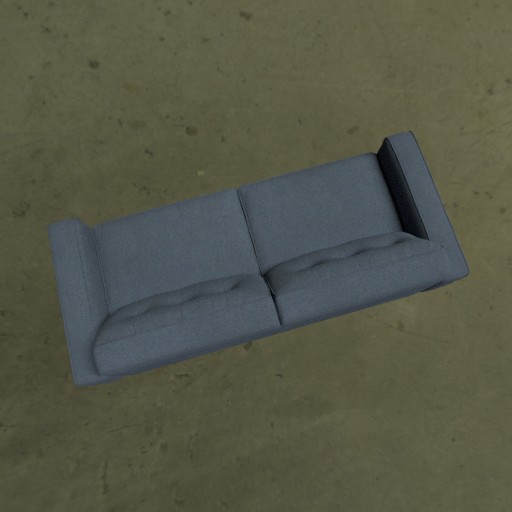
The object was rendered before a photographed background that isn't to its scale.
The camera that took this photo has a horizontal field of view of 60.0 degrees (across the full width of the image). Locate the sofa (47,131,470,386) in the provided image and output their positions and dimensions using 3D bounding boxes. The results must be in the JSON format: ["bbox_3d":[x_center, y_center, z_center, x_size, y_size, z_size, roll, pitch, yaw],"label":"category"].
[{"bbox_3d":[0.000,0.000,2.679,2.270,0.782,0.953,-15,76,-4],"label":"sofa"}]
